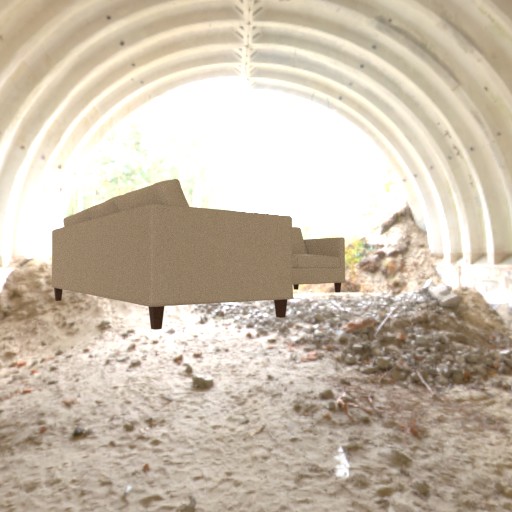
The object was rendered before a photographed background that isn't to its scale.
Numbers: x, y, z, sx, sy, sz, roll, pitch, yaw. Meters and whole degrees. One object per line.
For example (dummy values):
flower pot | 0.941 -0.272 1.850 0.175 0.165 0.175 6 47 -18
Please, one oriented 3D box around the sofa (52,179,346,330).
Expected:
sofa | 0.000 0.000 4.275 3.182 0.863 2.432 1 -1 -36
